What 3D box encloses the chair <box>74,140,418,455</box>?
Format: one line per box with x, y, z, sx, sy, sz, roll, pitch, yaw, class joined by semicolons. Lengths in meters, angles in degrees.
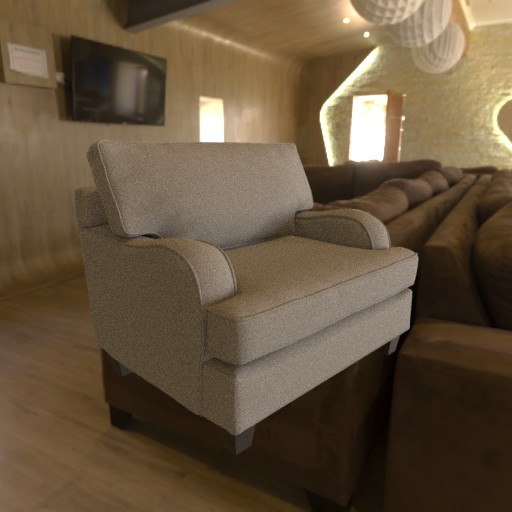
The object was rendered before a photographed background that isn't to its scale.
0.000;0.000;2.017;1.040;1.016;1.220;13;19;43;chair
